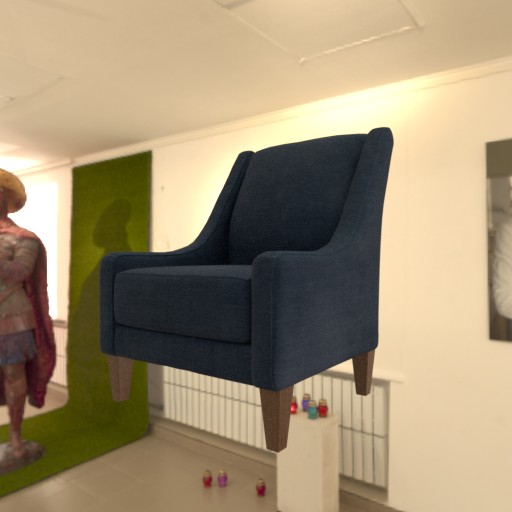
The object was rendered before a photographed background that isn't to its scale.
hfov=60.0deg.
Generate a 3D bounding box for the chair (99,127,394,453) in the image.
[{"bbox_3d":[0.000,0.000,1.652,0.774,1.014,0.870,0,0,37],"label":"chair"}]
